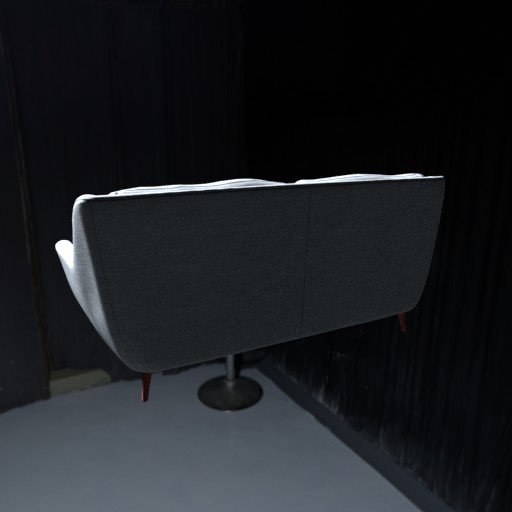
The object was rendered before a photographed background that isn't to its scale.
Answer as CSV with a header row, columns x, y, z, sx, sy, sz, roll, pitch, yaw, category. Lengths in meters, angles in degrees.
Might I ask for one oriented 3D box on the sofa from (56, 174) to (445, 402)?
x,y,z,sx,sy,sz,roll,pitch,yaw,category
0.000,0.000,2.412,1.930,0.897,0.976,-8,17,-27,sofa
